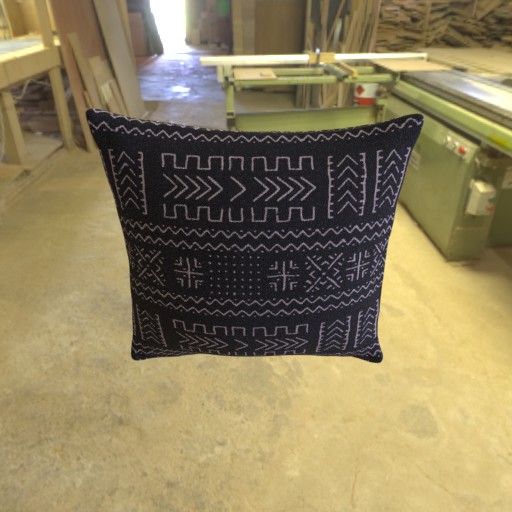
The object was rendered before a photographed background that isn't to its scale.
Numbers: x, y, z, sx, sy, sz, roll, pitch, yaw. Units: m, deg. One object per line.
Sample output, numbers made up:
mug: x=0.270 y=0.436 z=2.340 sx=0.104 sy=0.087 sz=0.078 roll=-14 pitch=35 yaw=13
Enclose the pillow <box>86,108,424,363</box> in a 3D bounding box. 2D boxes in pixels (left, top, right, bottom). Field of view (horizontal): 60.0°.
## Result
pillow: x=0.000 y=0.000 z=0.669 sx=0.438 sy=0.430 sz=0.164 roll=1 pitch=30 yaw=1
